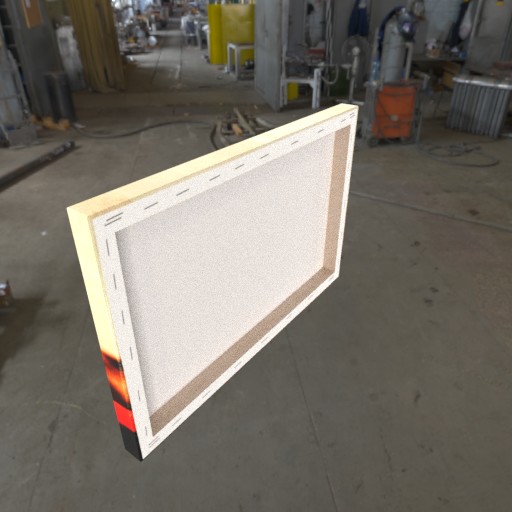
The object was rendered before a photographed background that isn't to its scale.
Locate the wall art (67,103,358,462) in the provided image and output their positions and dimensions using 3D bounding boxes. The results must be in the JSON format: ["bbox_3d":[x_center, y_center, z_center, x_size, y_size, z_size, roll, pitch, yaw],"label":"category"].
[{"bbox_3d":[0.000,0.000,0.769,0.040,0.402,0.613,21,37,31],"label":"wall art"}]
